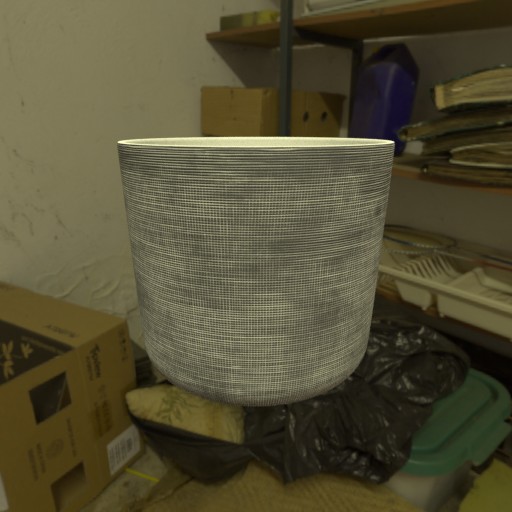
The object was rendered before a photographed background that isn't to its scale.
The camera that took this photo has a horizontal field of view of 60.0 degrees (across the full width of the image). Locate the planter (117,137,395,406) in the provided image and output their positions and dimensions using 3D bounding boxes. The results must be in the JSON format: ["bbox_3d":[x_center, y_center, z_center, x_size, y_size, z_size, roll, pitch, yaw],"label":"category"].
[{"bbox_3d":[0.000,0.000,0.789,0.440,0.398,0.440,0,16,0],"label":"planter"}]
